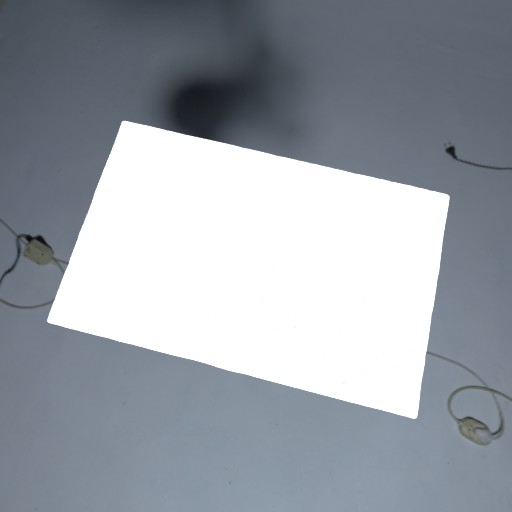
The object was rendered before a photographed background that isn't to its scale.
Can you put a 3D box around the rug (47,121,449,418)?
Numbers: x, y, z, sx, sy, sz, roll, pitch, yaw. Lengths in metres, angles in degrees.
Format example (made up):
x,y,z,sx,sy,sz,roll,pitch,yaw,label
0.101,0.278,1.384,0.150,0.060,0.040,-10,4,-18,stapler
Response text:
x,y,z,sx,sy,sz,roll,pitch,yaw,label
0.000,0.000,3.017,2.442,0.010,1.546,14,75,4,rug
